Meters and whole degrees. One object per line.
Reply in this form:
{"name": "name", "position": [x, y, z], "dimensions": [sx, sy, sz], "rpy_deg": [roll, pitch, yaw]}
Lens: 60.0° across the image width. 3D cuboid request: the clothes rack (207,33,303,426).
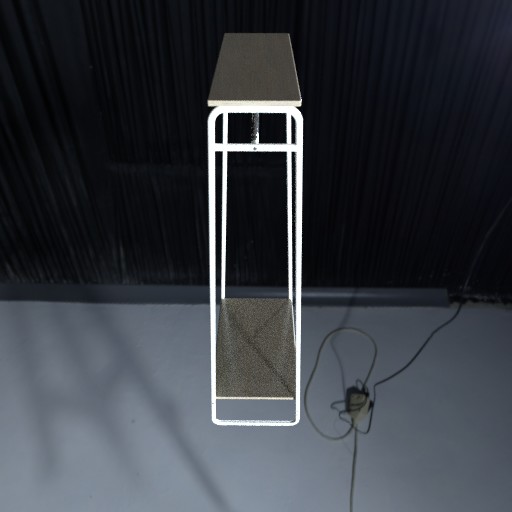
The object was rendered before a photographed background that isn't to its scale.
{"name": "clothes rack", "position": [0.000, 0.000, 1.802], "dimensions": [0.400, 1.512, 0.640], "rpy_deg": [0, 40, 0]}
